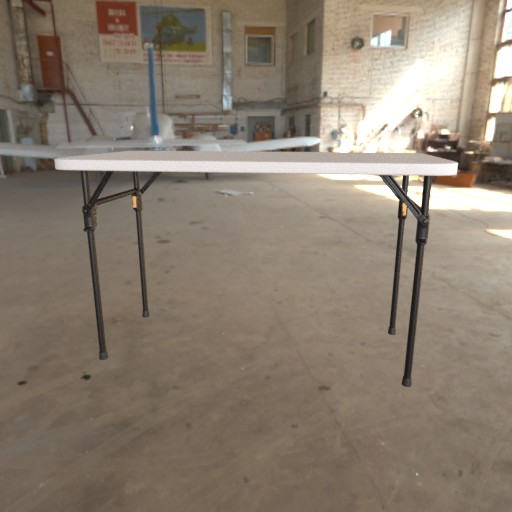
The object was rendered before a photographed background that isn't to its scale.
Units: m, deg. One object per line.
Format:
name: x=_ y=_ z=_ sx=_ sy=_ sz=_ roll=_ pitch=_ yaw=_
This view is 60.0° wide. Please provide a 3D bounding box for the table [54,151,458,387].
table: x=0.000 y=0.000 z=1.645 sx=1.219 sy=0.729 sz=0.610 roll=3 pitch=16 yaw=9
